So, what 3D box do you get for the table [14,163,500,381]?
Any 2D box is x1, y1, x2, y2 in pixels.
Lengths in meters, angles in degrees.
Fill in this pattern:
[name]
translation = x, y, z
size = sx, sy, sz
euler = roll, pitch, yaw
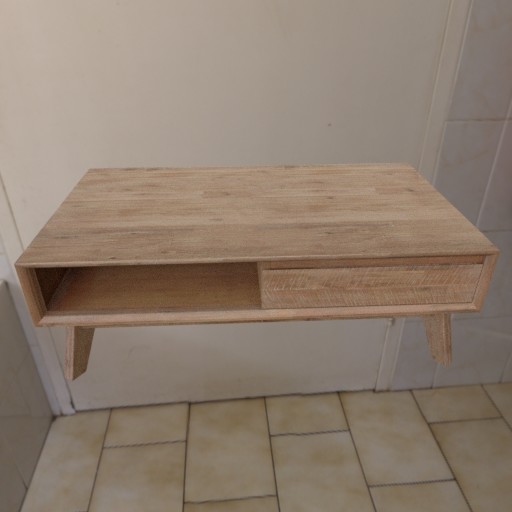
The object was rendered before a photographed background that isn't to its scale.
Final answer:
[table]
translation = 0.000, 0.000, 1.997
size = 1.619, 0.531, 0.918
euler = -2, 31, -3
